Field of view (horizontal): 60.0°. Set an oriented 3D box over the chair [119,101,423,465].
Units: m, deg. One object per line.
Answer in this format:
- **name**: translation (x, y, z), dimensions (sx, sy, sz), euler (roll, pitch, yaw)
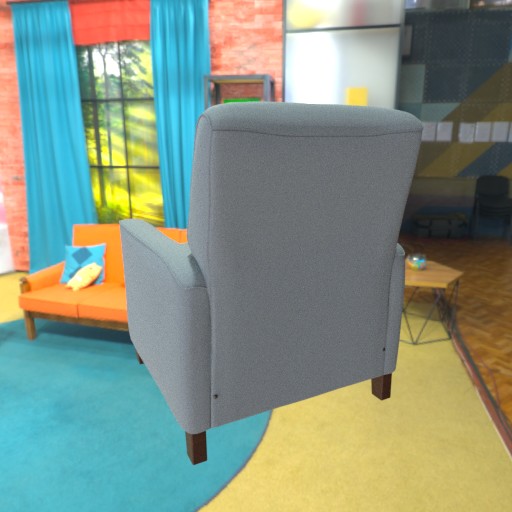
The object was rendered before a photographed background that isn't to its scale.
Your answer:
- **chair**: translation (0.000, 0.000, 1.610), dimensions (0.853, 1.007, 0.846), euler (-8, 17, -26)
